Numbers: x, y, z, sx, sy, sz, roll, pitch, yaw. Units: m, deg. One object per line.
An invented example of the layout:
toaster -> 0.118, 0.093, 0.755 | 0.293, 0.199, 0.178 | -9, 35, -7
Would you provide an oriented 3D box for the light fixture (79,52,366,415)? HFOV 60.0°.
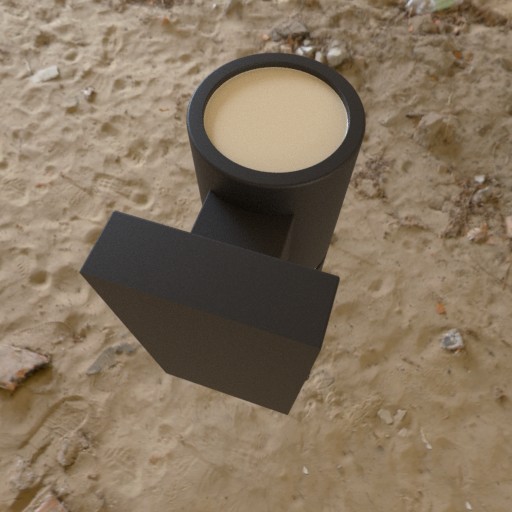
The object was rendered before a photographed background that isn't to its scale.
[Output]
light fixture -> 0.000, 0.000, 0.266 | 0.098, 0.179, 0.138 | 16, 65, 8
